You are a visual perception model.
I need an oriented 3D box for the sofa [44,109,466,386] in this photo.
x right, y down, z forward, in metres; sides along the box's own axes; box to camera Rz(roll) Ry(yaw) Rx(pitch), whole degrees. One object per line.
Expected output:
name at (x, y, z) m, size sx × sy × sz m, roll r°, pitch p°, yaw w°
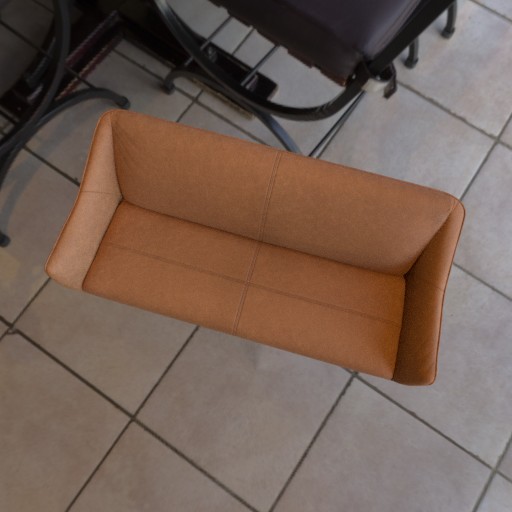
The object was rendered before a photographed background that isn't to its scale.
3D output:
sofa at (0.000, 0.000, 2.361) m, size 1.928 × 0.830 × 0.869 m, roll 15°, pitch 76°, yaw 4°
